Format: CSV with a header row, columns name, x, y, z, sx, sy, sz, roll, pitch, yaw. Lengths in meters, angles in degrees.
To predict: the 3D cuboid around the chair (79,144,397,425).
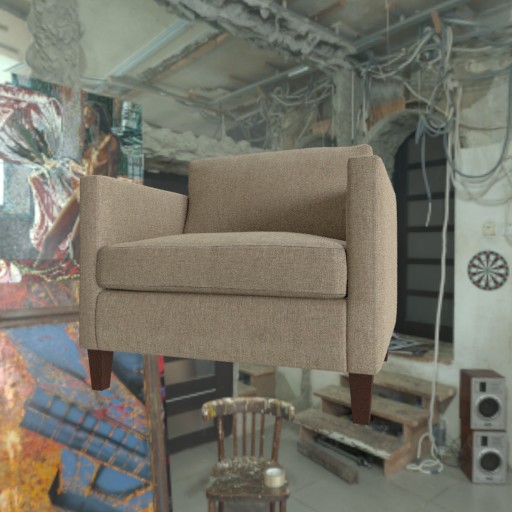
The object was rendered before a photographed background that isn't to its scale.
name,x,y,z,sx,sy,sz,roll,pitch,yaw
chair,0.000,0.000,1.866,1.107,0.987,0.959,0,0,20
